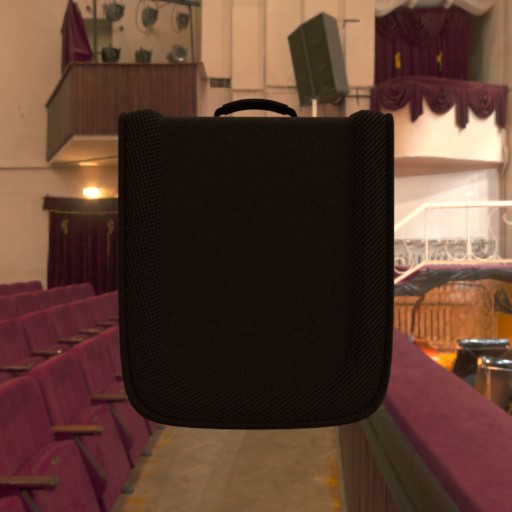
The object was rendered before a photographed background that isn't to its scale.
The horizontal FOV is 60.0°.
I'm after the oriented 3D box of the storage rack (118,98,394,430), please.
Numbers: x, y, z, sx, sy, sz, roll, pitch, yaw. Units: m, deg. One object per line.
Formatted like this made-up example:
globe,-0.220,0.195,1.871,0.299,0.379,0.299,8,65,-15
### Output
storage rack,0.000,0.000,0.554,0.297,0.387,0.168,0,0,0
